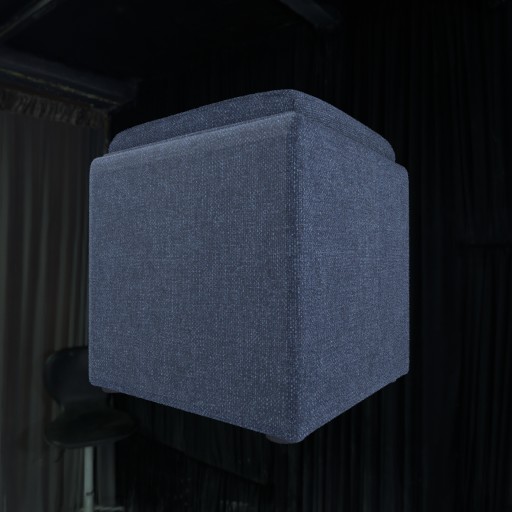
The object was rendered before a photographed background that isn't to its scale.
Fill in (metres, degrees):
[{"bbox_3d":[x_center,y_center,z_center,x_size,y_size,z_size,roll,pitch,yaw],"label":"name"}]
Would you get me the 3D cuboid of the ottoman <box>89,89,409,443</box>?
[{"bbox_3d":[0.000,0.000,0.855,0.454,0.493,0.436,0,-1,37],"label":"ottoman"}]
